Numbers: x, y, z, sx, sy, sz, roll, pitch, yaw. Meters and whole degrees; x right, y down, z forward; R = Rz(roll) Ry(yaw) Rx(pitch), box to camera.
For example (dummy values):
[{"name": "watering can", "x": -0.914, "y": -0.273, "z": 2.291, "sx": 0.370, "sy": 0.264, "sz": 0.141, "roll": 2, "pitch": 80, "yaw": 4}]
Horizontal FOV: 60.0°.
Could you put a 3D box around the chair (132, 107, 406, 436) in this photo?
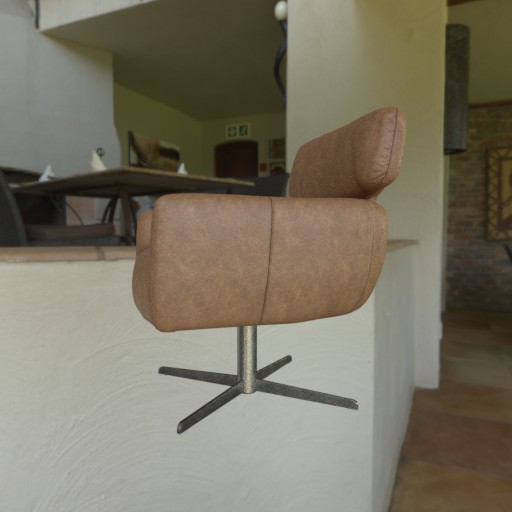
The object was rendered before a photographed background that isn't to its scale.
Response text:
[{"name": "chair", "x": 0.000, "y": 0.000, "z": 1.322, "sx": 0.715, "sy": 0.812, "sz": 0.706, "roll": -1, "pitch": 3, "yaw": -18}]
